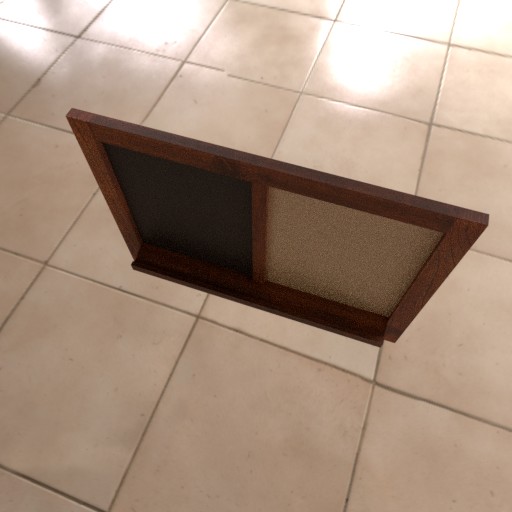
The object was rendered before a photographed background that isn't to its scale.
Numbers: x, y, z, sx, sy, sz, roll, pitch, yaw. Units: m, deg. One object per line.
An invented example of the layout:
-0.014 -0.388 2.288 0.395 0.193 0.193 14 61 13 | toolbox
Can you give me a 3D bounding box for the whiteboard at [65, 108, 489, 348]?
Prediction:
0.000 0.000 0.997 0.768 0.553 0.083 16 61 10 | whiteboard
